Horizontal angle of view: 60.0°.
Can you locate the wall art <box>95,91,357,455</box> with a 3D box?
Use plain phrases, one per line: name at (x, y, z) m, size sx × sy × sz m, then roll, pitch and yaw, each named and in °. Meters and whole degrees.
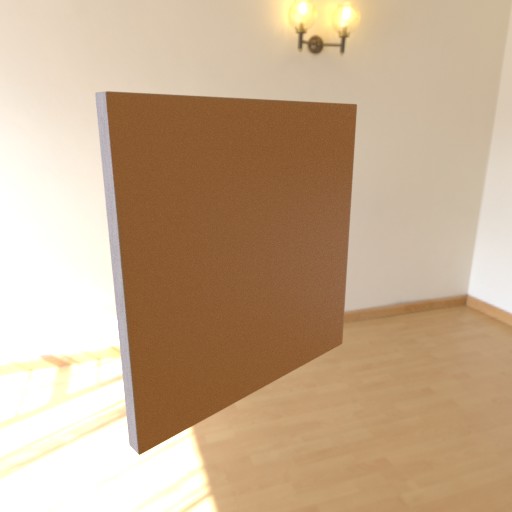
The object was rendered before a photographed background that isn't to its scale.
wall art at (0.000, 0.000, 1.934) m, size 1.287 × 1.288 × 0.078 m, roll -15°, pitch 22°, yaw -41°
